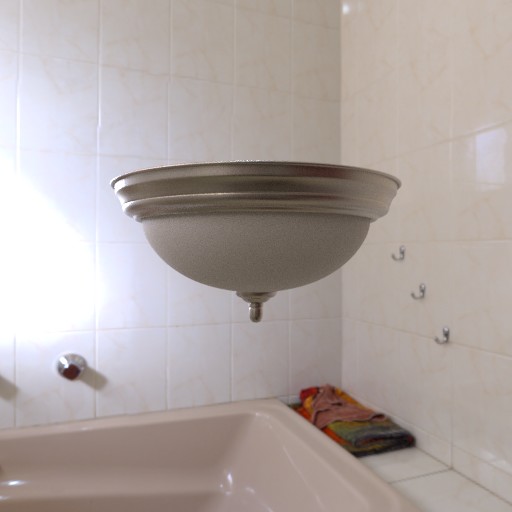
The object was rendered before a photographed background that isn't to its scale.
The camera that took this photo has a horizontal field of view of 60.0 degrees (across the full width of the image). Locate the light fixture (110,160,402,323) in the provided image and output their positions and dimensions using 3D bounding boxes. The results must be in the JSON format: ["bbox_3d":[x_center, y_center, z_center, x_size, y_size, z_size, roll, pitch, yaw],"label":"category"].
[{"bbox_3d":[0.000,0.000,0.448,0.280,0.135,0.280,0,0,0],"label":"light fixture"}]
